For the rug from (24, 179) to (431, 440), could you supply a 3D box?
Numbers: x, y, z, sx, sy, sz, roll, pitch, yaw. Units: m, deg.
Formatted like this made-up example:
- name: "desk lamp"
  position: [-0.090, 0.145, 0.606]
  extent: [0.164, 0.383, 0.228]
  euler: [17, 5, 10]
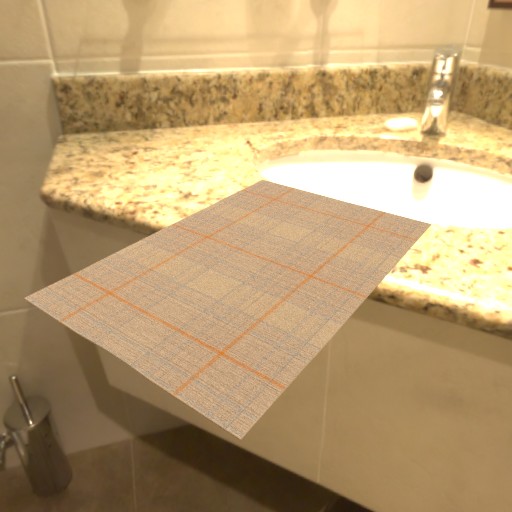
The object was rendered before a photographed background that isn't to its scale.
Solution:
- name: "rug"
  position: [0.000, 0.000, 2.292]
  extent: [1.232, 0.015, 1.825]
  euler: [21, 36, 31]
